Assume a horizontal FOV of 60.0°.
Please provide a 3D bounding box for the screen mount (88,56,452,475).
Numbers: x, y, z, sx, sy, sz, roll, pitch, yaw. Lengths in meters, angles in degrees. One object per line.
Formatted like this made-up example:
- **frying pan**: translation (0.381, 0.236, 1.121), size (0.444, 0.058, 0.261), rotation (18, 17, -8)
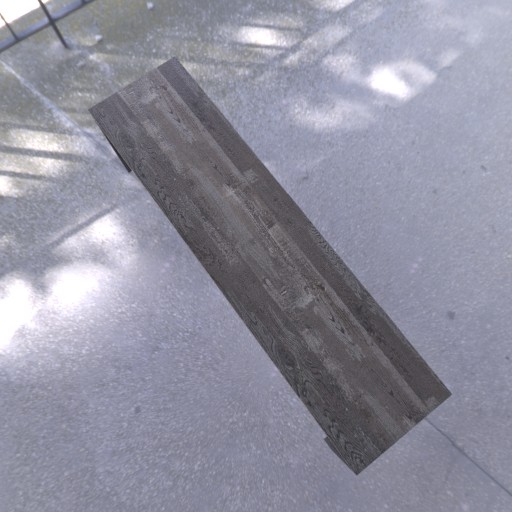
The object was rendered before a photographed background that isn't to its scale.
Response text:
- **screen mount**: translation (0.000, 0.000, 1.709), size (0.395, 0.450, 1.524), rotation (-36, 78, -9)
